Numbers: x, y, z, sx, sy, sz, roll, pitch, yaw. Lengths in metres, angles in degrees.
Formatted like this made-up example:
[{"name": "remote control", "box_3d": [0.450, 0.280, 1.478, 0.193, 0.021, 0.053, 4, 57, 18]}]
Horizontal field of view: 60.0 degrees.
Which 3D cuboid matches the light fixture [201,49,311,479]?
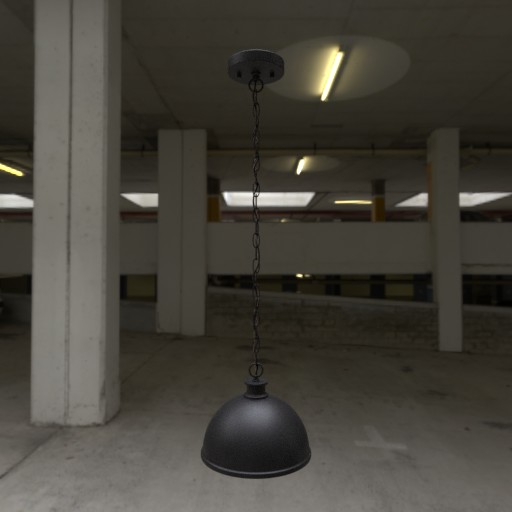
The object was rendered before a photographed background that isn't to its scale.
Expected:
[{"name": "light fixture", "box_3d": [0.000, 0.000, 1.240, 0.304, 1.090, 0.304, 0, -1, 0]}]
